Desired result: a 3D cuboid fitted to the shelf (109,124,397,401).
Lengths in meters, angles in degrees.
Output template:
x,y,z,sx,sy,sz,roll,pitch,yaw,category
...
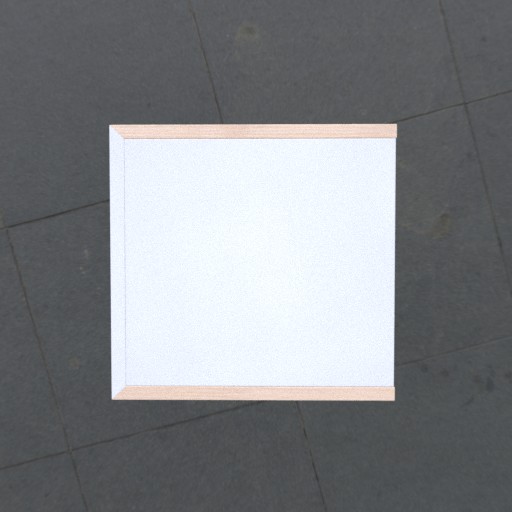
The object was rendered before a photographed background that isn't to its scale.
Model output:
x,y,z,sx,sy,sz,roll,pitch,yaw,category
0.000,0.000,0.758,0.297,0.594,0.290,0,92,1,shelf
